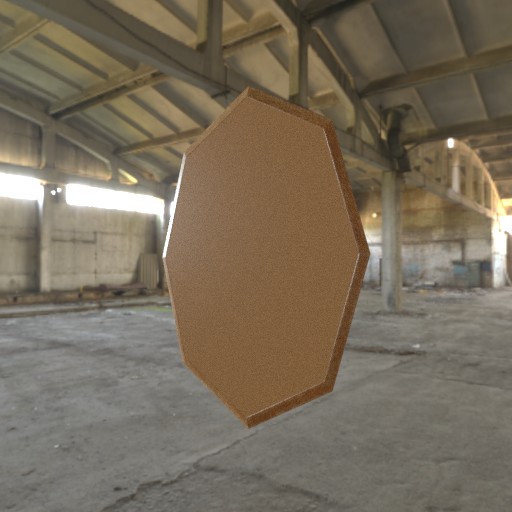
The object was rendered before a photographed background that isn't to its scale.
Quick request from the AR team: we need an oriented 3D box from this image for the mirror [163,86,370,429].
[{"bbox_3d":[0.000,0.000,1.024,0.577,0.774,0.070,-1,-2,37],"label":"mirror"}]
